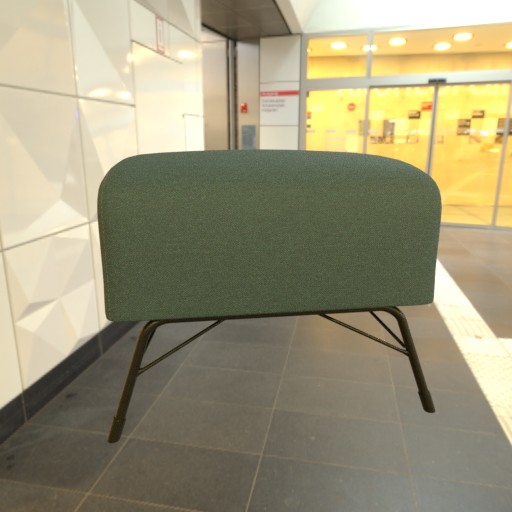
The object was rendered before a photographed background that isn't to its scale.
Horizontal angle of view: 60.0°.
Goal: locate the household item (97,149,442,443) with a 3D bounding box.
[{"bbox_3d":[0.000,0.000,0.897,0.530,0.420,0.530,-2,15,-8],"label":"household item"}]
